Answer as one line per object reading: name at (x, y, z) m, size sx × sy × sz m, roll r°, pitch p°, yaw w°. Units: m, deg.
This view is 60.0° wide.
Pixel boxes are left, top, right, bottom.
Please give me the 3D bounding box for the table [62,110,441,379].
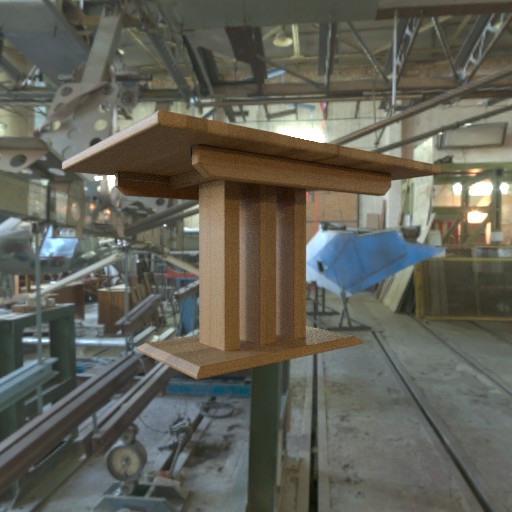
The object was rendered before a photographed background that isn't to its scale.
table at (0.000, 0.000, 1.852) m, size 1.300 × 0.770 × 0.900 m, roll -1°, pitch 2°, yaw -38°
